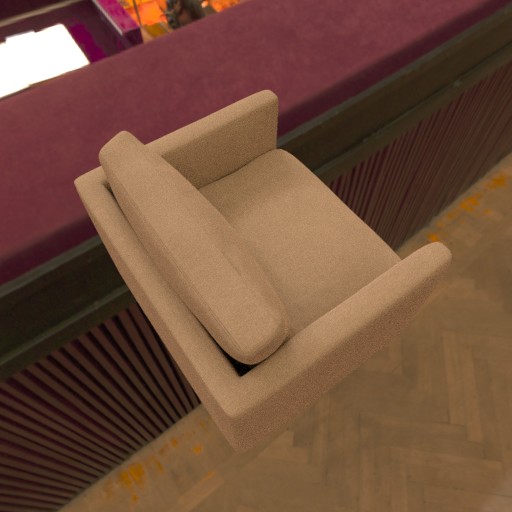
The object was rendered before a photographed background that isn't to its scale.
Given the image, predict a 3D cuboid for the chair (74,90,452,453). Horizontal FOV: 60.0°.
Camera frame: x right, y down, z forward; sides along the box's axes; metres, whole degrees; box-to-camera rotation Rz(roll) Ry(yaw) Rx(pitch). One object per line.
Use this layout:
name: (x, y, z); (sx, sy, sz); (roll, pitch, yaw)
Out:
chair: (0.000, 0.000, 1.811); (0.959, 0.961, 1.107); (-31, 63, -18)
